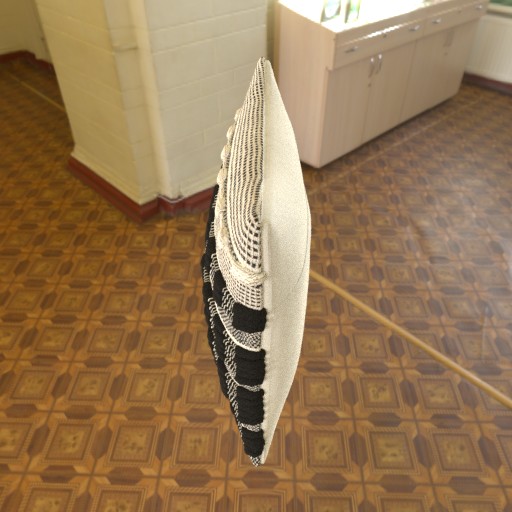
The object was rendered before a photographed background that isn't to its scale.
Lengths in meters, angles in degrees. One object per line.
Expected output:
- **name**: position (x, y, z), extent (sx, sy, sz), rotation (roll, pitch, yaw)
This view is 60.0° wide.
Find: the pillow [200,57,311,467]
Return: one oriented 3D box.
- **pillow**: position (0.000, 0.000, 0.656), extent (0.156, 0.438, 0.436), rotation (1, 40, 1)
